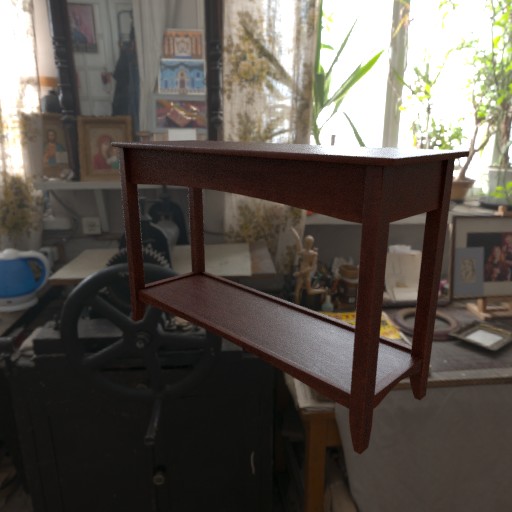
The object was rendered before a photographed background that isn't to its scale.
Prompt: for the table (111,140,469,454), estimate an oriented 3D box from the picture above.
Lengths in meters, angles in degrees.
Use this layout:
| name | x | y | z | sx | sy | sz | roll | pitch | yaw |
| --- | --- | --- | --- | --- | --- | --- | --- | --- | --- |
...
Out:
| name | x | y | z | sx | sy | sz | roll | pitch | yaw |
| --- | --- | --- | --- | --- | --- | --- | --- | --- | --- |
| table | 0.000 | 0.000 | 1.530 | 0.392 | 0.739 | 1.188 | -16 | 23 | -42 |
